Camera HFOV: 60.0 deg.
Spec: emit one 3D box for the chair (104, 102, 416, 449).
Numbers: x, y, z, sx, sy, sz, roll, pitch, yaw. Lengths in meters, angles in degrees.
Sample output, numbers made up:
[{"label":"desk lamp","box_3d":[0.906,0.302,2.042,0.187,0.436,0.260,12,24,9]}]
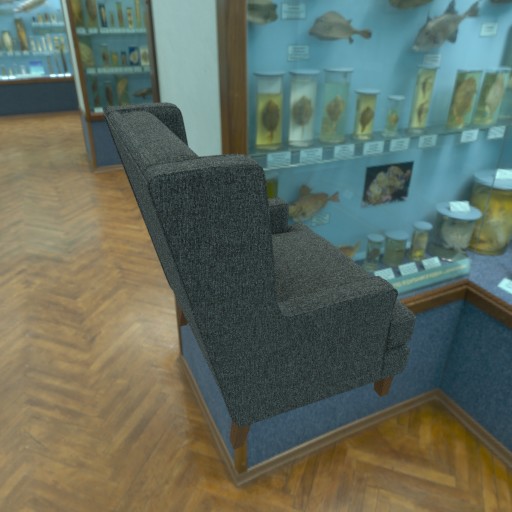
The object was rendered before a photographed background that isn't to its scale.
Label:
[{"label":"chair","box_3d":[0.000,0.000,1.789,0.927,1.082,0.942,-11,31,-20]}]
